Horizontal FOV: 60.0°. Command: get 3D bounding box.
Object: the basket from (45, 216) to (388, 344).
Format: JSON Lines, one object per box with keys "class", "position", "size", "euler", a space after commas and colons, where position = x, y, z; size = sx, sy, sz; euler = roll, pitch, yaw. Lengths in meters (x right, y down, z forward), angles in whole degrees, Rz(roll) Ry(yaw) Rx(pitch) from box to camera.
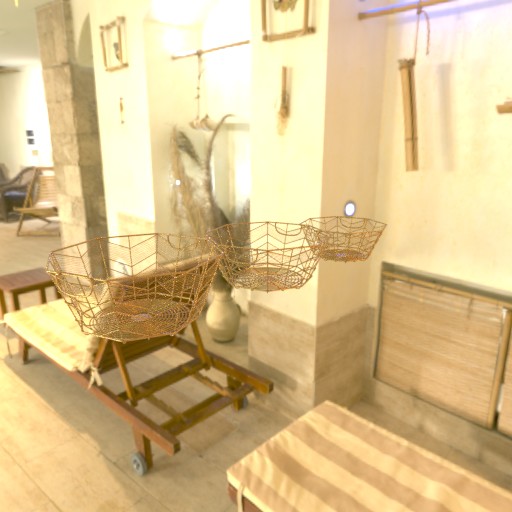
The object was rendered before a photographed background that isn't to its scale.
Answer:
{"class": "basket", "position": [0.000, 0.000, 1.387], "size": [1.245, 0.178, 0.432], "euler": [-14, 21, -42]}
